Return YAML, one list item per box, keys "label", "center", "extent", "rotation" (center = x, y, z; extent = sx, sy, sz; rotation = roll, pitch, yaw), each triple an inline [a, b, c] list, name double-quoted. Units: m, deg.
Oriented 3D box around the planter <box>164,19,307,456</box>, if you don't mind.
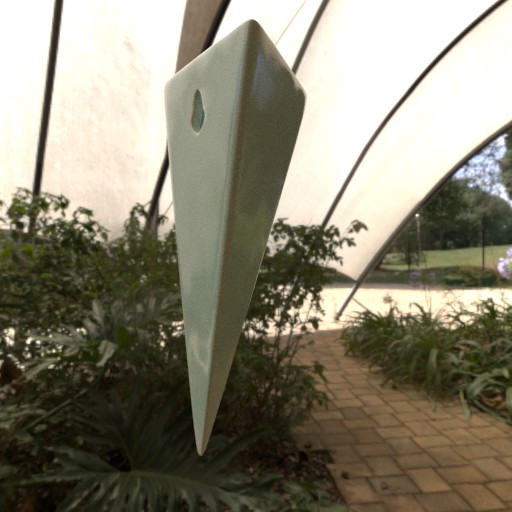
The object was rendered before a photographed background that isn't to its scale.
- label: "planter"
  center: [0.000, 0.000, 0.215]
  extent: [0.064, 0.178, 0.080]
  rotation: [0, 1, -35]
